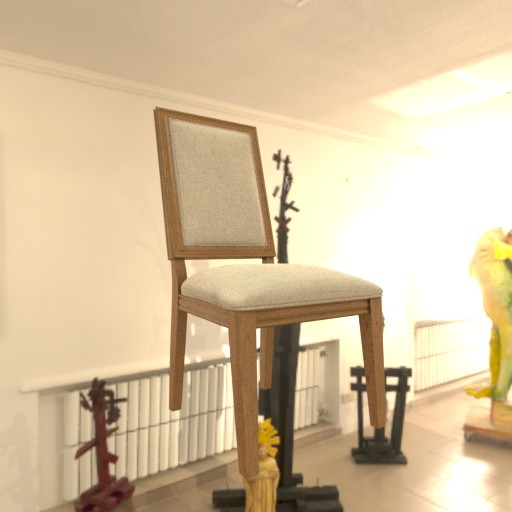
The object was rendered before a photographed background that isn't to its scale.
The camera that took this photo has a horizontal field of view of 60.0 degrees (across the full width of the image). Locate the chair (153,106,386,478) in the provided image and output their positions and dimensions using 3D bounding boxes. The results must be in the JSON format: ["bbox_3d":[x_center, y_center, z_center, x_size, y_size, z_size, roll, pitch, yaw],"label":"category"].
[{"bbox_3d":[0.000,0.000,1.376,0.536,0.988,0.601,-1,1,-37],"label":"chair"}]
